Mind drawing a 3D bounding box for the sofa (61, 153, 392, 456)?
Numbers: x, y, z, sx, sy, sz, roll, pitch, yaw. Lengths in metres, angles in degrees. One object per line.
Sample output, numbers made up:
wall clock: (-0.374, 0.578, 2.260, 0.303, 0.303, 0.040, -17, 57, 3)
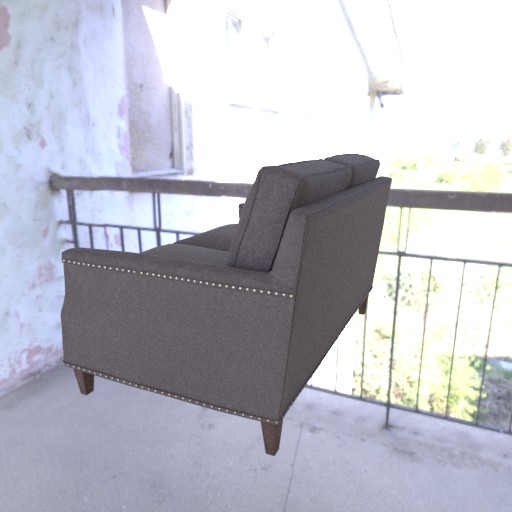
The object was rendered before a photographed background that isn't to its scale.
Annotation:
sofa: (0.000, 0.000, 2.251, 1.084, 1.003, 1.597, 7, 16, 25)
